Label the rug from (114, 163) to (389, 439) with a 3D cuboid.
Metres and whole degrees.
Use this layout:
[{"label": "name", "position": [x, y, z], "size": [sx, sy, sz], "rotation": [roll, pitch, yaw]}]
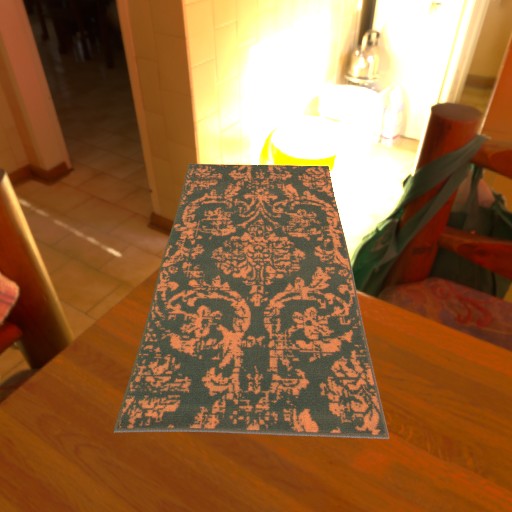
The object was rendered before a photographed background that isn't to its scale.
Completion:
[{"label": "rug", "position": [0.000, 0.000, 1.433], "size": [0.604, 0.007, 1.219], "rotation": [1, 40, 1]}]
